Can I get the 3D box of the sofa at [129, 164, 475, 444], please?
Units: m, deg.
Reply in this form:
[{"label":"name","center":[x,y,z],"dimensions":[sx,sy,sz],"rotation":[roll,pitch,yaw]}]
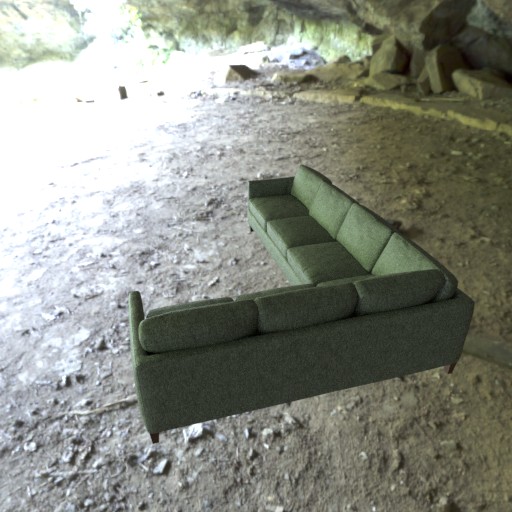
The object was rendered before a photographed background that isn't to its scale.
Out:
[{"label":"sofa","center":[0.000,0.000,4.552],"dimensions":[2.593,0.947,3.302],"rotation":[-8,29,-14]}]
